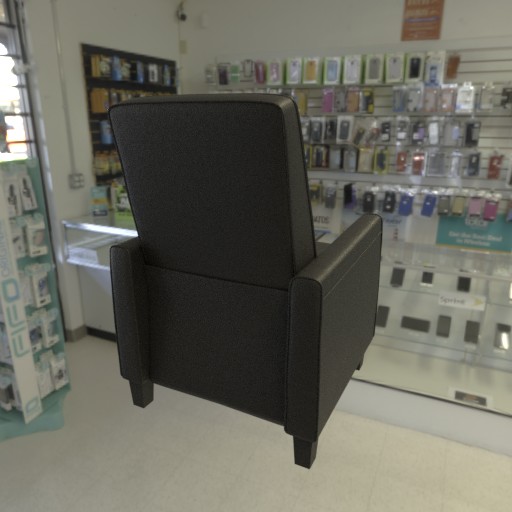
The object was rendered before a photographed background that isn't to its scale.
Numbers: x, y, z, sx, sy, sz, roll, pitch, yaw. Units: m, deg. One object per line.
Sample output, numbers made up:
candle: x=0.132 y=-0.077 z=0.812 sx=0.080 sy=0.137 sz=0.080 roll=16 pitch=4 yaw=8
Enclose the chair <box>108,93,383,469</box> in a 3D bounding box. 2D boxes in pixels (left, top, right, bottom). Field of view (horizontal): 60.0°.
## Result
chair: x=0.000 y=0.000 z=1.511 sx=0.705 sy=1.013 sz=0.746 roll=9 pitch=19 yaw=26
